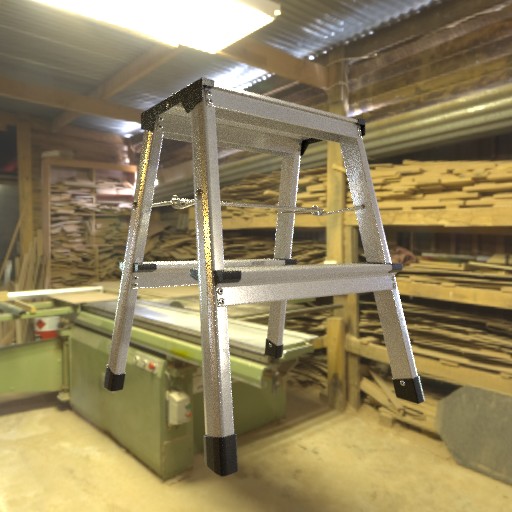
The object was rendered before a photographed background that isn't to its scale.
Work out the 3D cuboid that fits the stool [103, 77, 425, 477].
[{"bbox_3d":[0.000,0.000,0.768,0.404,0.480,0.405,-1,2,-37],"label":"stool"}]
